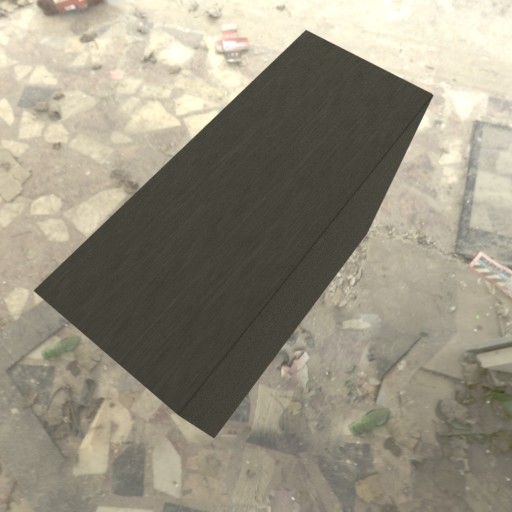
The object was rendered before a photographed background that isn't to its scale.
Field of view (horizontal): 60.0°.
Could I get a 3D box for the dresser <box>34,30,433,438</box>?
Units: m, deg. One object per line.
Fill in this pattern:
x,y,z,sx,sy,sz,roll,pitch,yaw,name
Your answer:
0.000,0.000,1.404,0.404,0.816,0.994,35,69,15,dresser
